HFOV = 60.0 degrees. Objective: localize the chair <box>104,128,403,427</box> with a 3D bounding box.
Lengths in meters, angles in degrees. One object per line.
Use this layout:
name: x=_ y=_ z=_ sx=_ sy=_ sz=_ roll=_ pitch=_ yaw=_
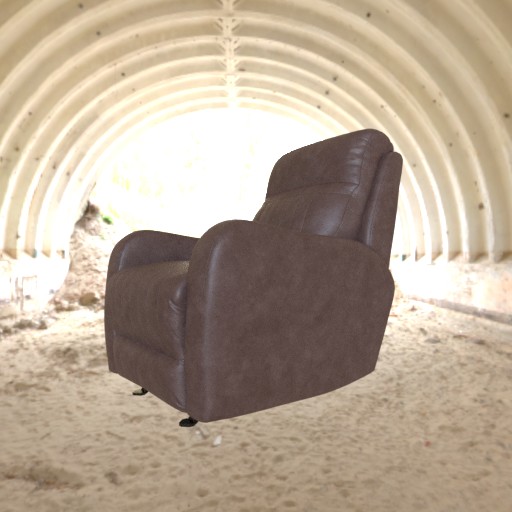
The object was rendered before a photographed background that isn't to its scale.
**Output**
chair: x=0.000 y=0.000 z=1.828 sx=1.067 sy=1.067 sz=0.865 roll=0 pitch=0 yaw=-37
